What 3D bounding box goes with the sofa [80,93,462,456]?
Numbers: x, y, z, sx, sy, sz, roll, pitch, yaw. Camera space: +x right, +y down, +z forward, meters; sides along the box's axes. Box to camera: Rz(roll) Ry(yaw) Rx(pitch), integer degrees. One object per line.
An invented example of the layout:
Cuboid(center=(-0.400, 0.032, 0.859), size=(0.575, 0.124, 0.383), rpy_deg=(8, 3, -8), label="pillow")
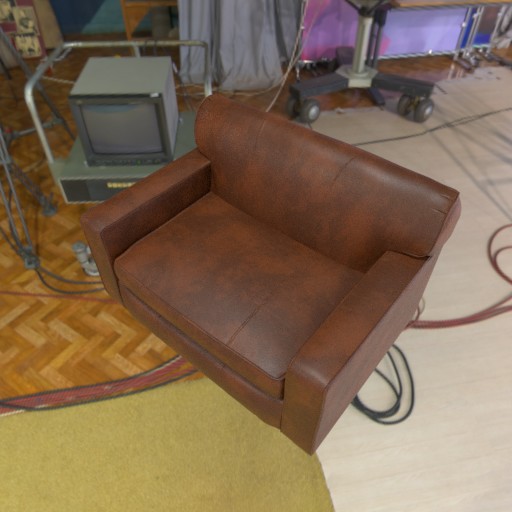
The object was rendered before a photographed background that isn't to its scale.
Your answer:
Cuboid(center=(0.000, 0.000, 2.103), size=(1.413, 0.956, 1.000), rpy_deg=(31, 53, 27), label="sofa")
